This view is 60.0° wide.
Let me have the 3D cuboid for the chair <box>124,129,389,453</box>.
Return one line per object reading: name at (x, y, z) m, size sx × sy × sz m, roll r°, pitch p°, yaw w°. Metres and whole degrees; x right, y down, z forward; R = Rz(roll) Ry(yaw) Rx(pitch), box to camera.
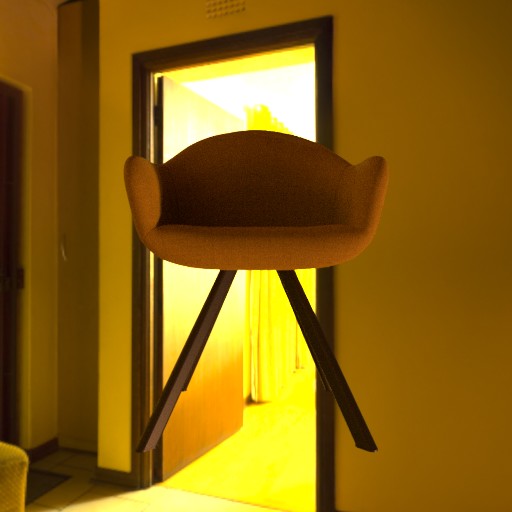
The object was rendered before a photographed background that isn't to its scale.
chair at (0.000, 0.000, 1.169) m, size 0.590 × 0.795 × 0.550 m, roll 0°, pitch -1°, yaw 0°
